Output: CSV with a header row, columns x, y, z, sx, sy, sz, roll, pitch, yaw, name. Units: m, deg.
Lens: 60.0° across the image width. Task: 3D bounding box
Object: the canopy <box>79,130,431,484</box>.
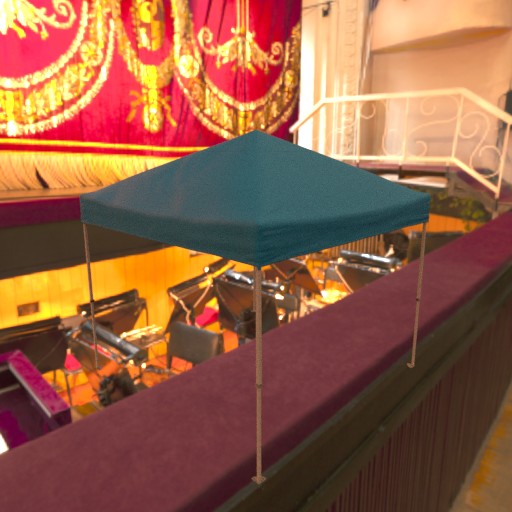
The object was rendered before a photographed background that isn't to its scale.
x,y,z,sx,sy,sz,roll,pitch,yaw,name
0.000,0.000,5.464,2.996,2.997,2.998,13,19,43,canopy
